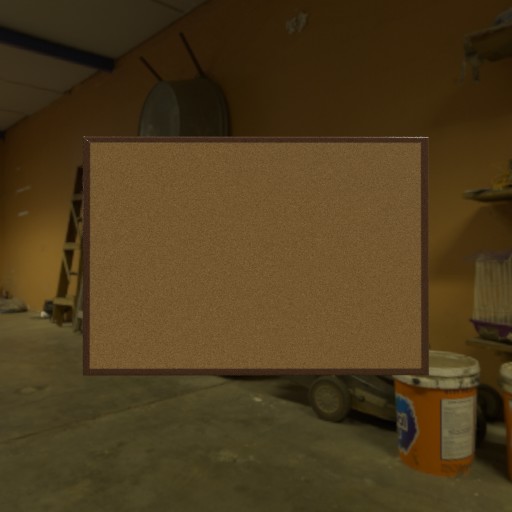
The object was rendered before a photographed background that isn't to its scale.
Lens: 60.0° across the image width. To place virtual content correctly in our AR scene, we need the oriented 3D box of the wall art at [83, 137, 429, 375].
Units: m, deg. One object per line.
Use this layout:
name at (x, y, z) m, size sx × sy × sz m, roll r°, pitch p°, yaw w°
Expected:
wall art at (0.000, 0.000, 0.851) m, size 0.660 × 0.455 × 0.014 m, roll 0°, pitch 0°, yaw 0°
